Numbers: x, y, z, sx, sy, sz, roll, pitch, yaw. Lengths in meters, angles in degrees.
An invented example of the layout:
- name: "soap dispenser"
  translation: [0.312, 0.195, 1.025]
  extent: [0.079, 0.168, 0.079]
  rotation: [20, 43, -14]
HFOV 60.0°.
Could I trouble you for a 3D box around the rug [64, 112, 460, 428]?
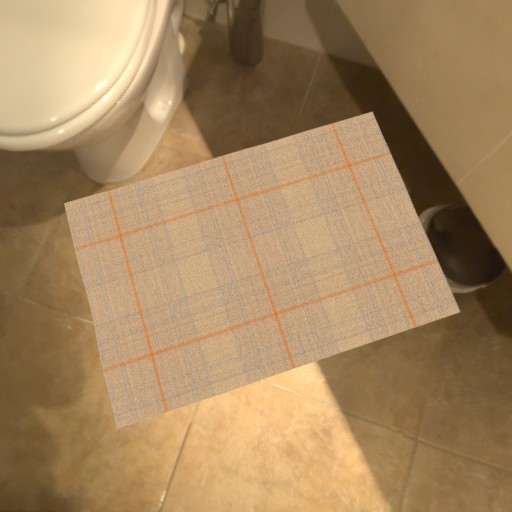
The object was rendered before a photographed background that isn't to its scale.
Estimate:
- name: "rug"
  translation: [0.000, 0.000, 2.366]
  extent: [1.825, 0.015, 1.232]
  rotation: [-18, 77, -4]
